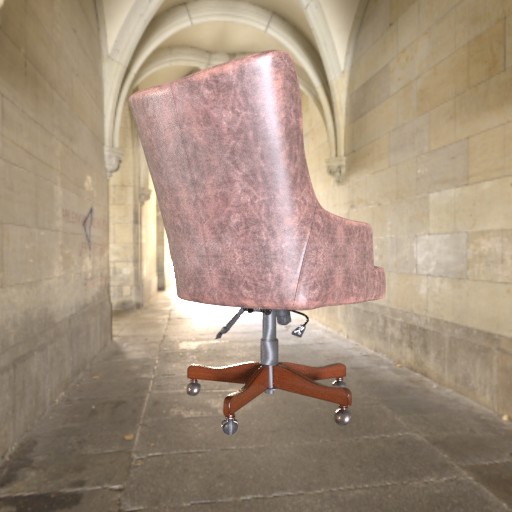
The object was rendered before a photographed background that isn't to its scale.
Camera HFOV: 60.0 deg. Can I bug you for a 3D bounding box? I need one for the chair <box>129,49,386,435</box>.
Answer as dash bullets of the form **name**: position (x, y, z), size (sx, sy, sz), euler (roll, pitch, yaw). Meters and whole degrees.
- **chair**: position (0.000, 0.000, 1.482), size (0.641, 1.035, 0.762), euler (0, 1, 36)
